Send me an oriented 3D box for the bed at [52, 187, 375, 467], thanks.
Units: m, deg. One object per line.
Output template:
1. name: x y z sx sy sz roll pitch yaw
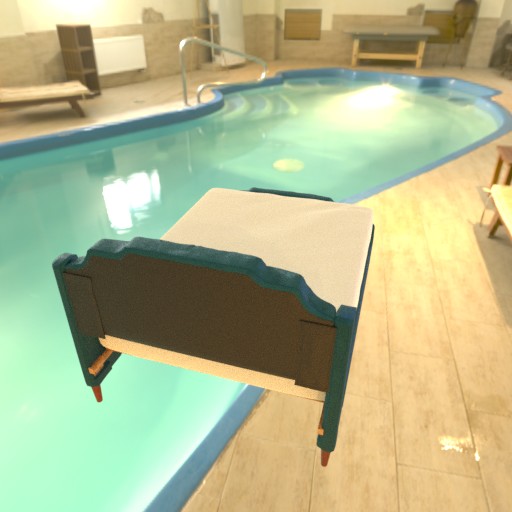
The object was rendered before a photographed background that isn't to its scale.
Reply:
1. bed: 0.000 0.000 3.432 1.678 1.338 2.322 10 33 15
